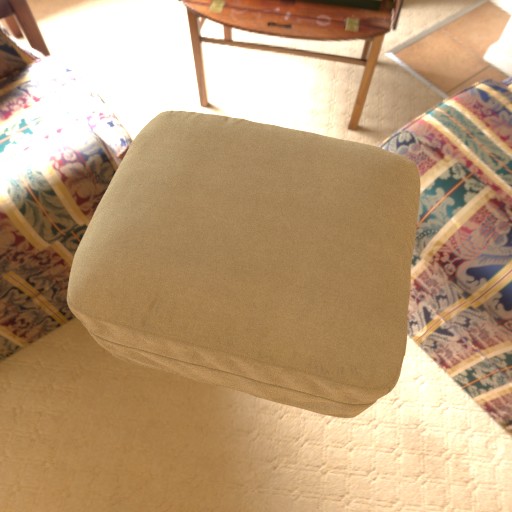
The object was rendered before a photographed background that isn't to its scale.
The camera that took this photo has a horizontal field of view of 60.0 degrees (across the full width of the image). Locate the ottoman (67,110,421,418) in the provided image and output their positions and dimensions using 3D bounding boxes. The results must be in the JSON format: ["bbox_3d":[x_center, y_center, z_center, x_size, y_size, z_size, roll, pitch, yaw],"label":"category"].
[{"bbox_3d":[0.000,0.000,1.074,0.712,0.480,0.584,13,63,7],"label":"ottoman"}]
